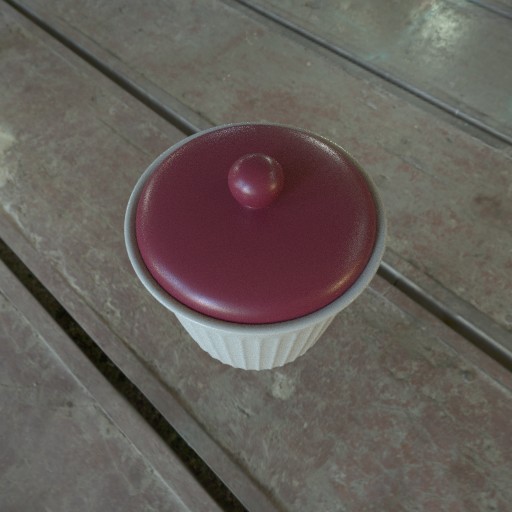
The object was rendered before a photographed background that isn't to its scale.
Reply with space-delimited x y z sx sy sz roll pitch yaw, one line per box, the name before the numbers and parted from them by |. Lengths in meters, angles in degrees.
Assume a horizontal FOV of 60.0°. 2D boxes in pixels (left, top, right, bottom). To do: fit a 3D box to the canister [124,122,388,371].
canister | 0.000 0.000 0.357 0.181 0.211 0.181 0 58 0
